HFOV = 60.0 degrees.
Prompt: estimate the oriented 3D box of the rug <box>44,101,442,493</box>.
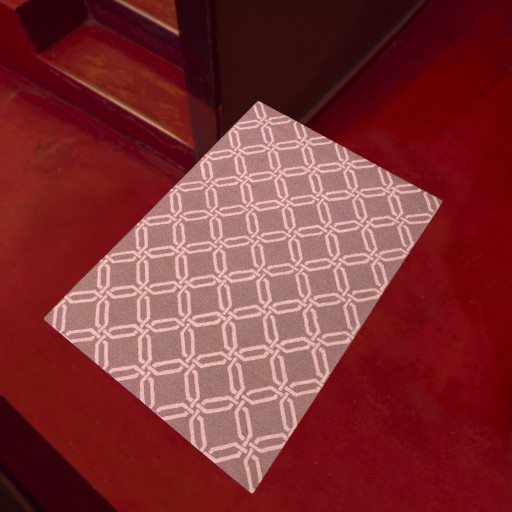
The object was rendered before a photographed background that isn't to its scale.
[{"bbox_3d":[0.000,0.000,4.430,2.441,0.020,3.419,33,68,15],"label":"rug"}]
